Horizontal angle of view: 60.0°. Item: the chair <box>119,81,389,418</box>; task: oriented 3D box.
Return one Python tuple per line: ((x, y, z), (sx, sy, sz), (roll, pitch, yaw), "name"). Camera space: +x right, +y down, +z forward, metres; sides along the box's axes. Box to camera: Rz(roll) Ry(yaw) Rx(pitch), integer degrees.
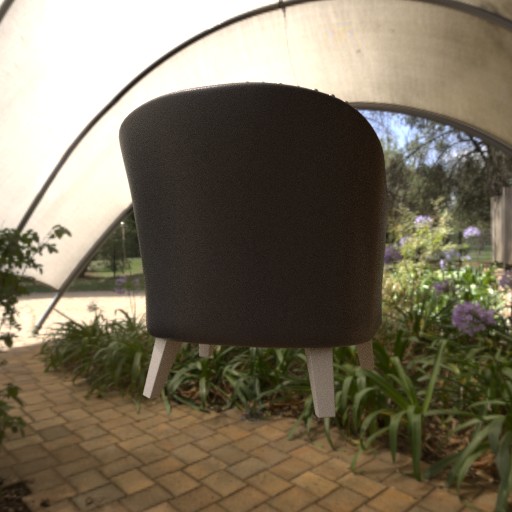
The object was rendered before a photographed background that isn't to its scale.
((0.000, 0.000, 1.406), (0.794, 0.823, 0.748), (0, 0, 18), "chair")
